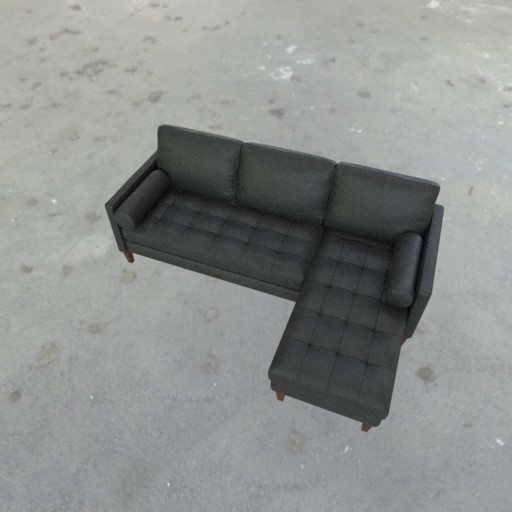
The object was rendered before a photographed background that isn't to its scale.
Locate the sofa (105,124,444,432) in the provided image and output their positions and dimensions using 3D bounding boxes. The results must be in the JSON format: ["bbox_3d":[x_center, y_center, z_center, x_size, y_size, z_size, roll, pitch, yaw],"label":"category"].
[{"bbox_3d":[0.000,0.000,2.915,2.178,0.876,1.497,16,49,14],"label":"sofa"}]
